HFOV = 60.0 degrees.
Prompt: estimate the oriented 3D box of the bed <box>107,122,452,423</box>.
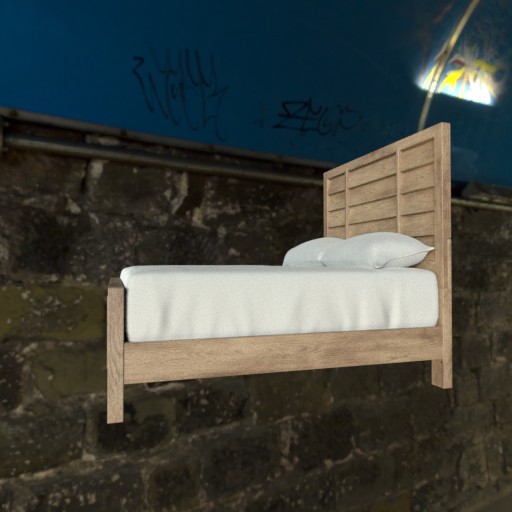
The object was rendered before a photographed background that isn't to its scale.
[{"bbox_3d":[0.000,0.000,3.191,2.017,1.631,1.615,0,-1,-18],"label":"bed"}]
